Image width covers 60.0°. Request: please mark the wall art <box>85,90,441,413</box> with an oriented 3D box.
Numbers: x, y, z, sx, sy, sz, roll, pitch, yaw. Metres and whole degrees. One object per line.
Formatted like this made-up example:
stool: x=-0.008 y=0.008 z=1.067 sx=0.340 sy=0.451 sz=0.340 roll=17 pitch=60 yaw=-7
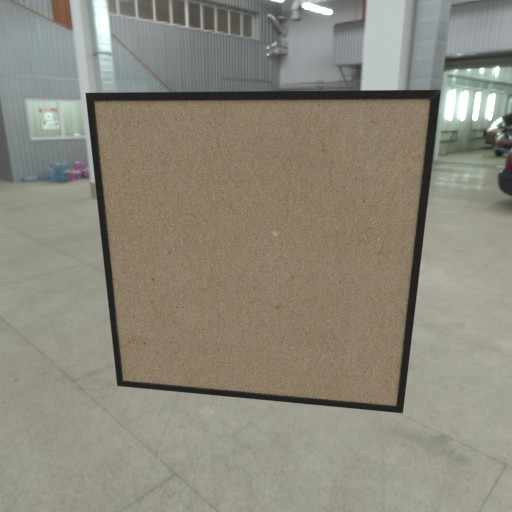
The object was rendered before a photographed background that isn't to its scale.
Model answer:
wall art: x=0.000 y=0.000 z=0.440 sx=0.305 sy=0.305 sz=0.038 roll=3 pitch=18 yaw=8
